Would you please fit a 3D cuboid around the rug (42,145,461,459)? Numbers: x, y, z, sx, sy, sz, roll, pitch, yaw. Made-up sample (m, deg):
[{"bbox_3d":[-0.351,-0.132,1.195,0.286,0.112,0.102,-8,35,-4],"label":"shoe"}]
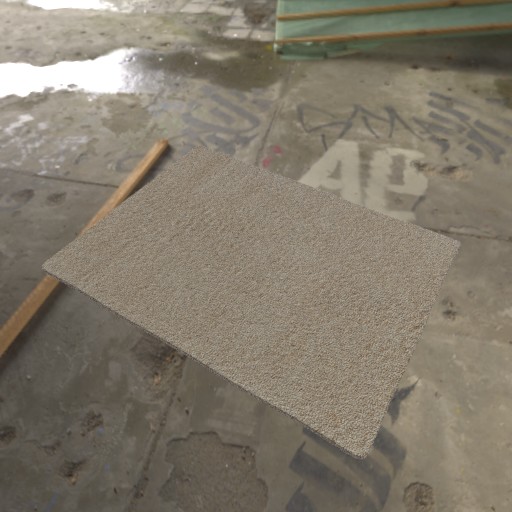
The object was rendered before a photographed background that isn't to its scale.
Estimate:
[{"bbox_3d":[0.000,0.000,2.094,1.600,0.027,1.200,25,51,22],"label":"rug"}]
